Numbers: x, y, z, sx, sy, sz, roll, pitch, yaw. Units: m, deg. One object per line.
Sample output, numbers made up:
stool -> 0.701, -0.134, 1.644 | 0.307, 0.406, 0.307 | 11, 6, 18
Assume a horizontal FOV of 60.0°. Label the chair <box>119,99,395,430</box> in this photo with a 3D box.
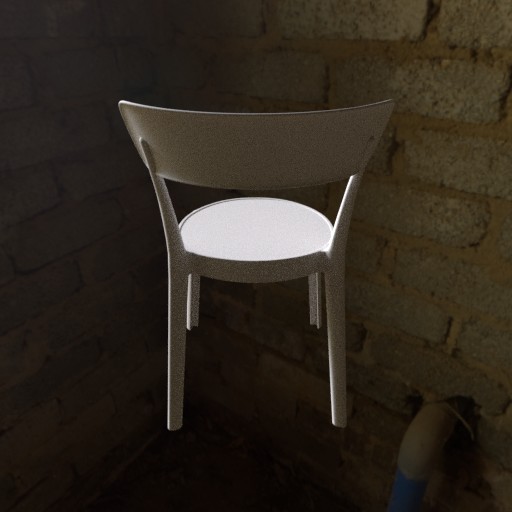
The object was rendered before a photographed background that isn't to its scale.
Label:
chair -> 0.000, 0.000, 1.100 | 0.506, 0.790, 0.491 | -1, 29, -1
